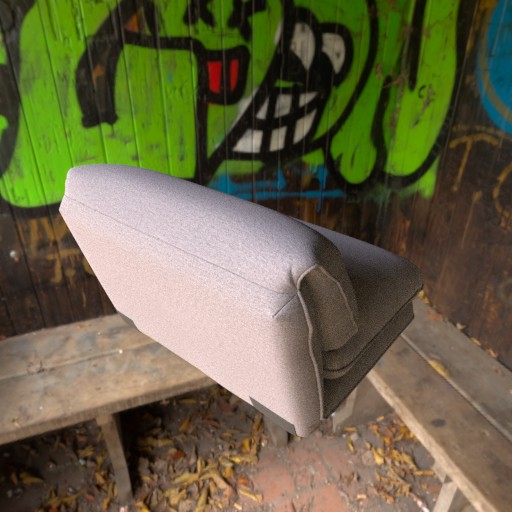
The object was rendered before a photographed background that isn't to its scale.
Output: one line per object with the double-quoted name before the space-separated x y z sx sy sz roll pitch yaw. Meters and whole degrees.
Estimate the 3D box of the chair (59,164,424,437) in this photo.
"chair" 0.000 0.000 1.338 0.820 0.580 0.780 23 37 34
